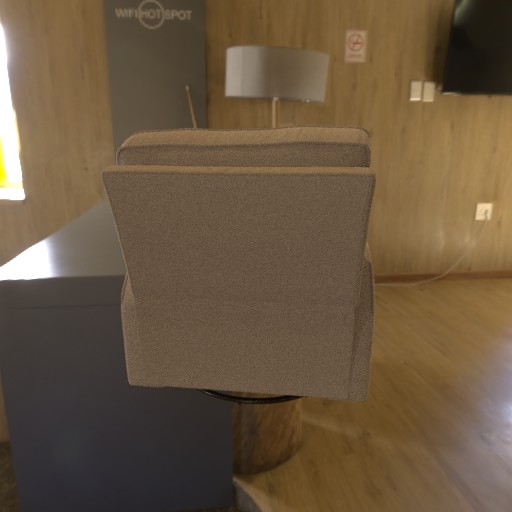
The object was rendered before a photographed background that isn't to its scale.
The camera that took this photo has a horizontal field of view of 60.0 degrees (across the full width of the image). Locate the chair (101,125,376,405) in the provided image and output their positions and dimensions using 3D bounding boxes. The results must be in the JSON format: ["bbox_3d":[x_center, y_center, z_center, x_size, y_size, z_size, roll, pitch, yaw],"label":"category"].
[{"bbox_3d":[0.000,0.000,1.722,0.861,0.964,0.969,2,15,7],"label":"chair"}]
